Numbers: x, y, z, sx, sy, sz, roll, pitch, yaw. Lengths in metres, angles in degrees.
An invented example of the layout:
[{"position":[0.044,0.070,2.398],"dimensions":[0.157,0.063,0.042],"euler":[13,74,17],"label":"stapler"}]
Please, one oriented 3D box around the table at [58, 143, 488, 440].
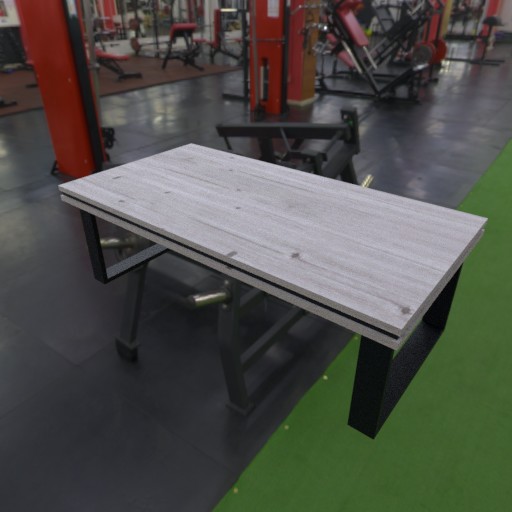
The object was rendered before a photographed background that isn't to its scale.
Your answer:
[{"position":[0.000,0.000,1.664],"dimensions":[1.350,0.450,0.700],"euler":[22,37,32],"label":"table"}]
